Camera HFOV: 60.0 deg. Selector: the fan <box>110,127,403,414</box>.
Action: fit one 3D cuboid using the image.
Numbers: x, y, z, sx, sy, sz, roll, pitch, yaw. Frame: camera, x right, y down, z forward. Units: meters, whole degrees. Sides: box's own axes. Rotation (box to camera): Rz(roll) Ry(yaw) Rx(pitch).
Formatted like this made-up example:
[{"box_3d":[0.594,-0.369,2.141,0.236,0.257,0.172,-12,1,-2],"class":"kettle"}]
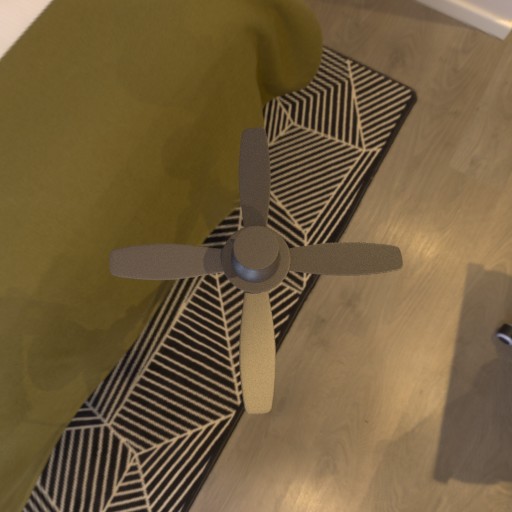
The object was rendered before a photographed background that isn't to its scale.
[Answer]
[{"box_3d":[0.000,0.000,2.469,1.694,0.382,1.694,-1,77,0],"class":"fan"}]
